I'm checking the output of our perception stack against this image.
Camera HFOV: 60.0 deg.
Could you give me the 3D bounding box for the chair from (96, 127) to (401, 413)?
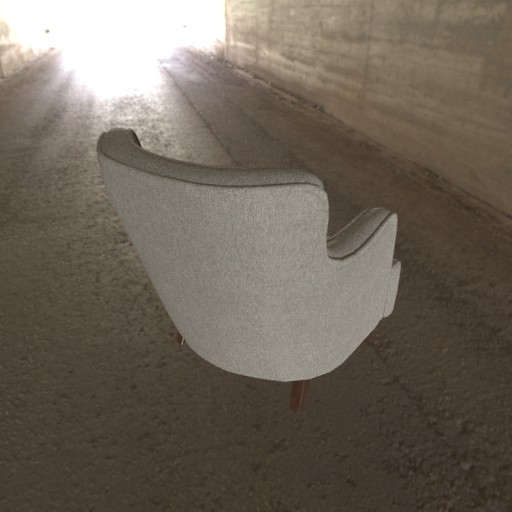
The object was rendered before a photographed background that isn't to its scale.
[{"bbox_3d":[0.000,0.000,1.596,0.820,0.920,0.910,21,35,33],"label":"chair"}]
